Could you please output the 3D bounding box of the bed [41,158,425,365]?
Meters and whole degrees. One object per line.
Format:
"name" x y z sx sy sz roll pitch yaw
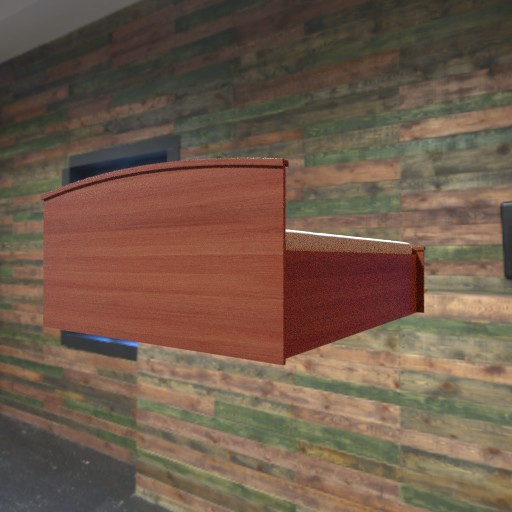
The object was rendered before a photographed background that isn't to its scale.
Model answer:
"bed" 0.000 0.000 2.986 1.683 0.848 2.053 0 -1 35
